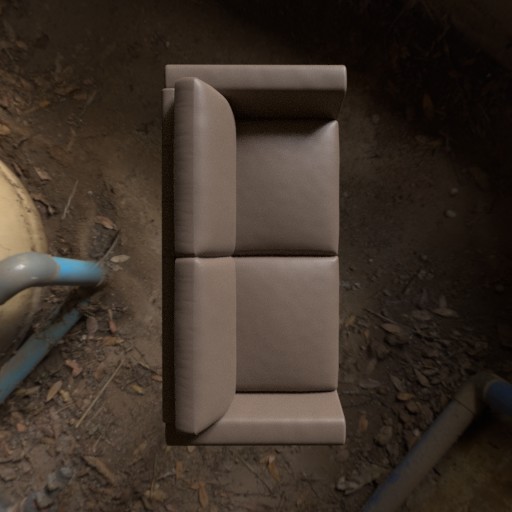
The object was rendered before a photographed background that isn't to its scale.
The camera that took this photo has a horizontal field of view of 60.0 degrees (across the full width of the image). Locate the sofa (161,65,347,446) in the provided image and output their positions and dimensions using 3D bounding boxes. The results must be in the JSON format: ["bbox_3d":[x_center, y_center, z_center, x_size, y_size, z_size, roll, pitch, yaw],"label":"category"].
[{"bbox_3d":[0.000,0.000,2.484,0.953,0.875,2.017,0,91,0],"label":"sofa"}]
